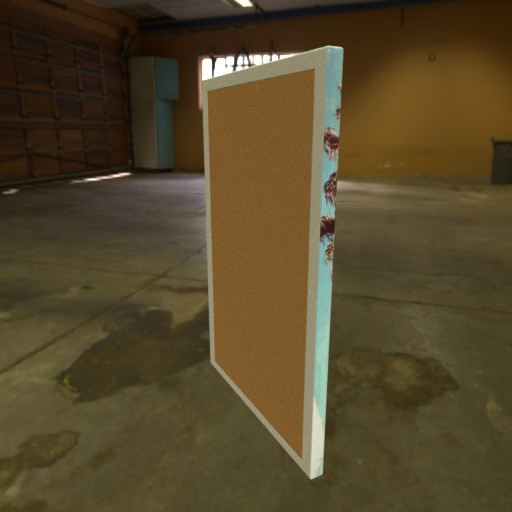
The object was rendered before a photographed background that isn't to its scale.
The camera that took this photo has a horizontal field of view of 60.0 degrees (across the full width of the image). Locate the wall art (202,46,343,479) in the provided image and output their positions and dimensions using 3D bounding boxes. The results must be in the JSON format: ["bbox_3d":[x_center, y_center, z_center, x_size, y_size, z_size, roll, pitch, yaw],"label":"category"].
[{"bbox_3d":[0.000,0.000,1.158,0.037,0.915,0.605,-8,18,-27],"label":"wall art"}]
